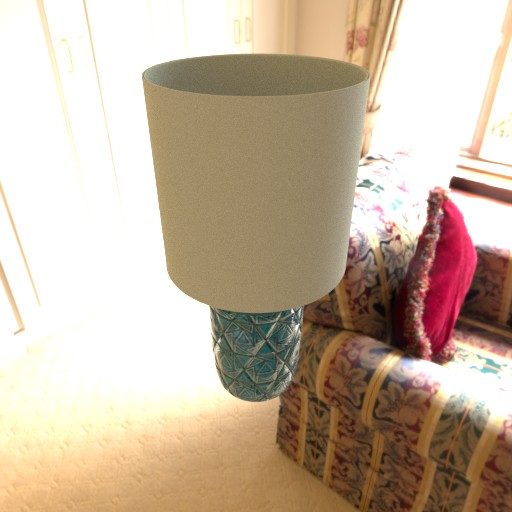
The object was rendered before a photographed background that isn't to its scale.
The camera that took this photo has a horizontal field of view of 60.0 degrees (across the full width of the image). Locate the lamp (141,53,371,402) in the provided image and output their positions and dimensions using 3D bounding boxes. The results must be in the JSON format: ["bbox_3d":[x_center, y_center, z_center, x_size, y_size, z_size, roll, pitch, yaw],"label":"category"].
[{"bbox_3d":[0.000,0.000,0.482,0.193,0.377,0.193,0,32,1],"label":"lamp"}]
